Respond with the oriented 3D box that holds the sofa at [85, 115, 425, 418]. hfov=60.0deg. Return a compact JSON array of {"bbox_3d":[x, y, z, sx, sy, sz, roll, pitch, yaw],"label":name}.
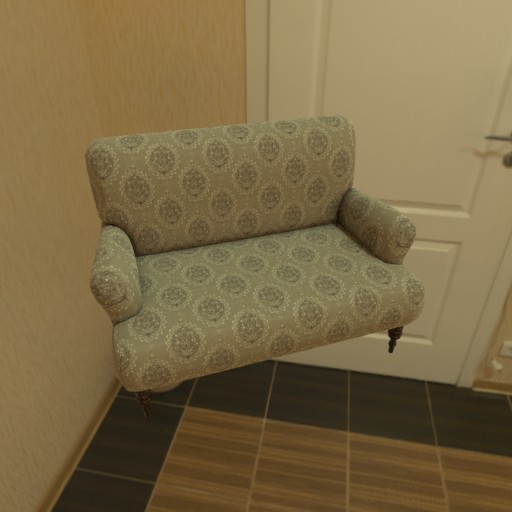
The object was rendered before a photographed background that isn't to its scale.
[{"bbox_3d":[0.000,0.000,1.857,1.297,0.889,0.779,-10,34,-16],"label":"sofa"}]
